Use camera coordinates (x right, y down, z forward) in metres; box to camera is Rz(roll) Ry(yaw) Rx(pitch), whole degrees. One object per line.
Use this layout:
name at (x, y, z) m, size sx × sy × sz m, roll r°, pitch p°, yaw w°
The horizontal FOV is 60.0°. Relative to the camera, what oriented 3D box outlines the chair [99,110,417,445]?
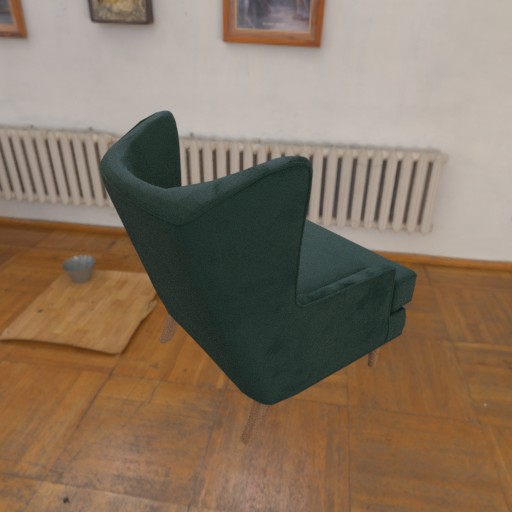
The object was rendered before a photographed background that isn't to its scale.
chair at (0.000, 0.000, 1.622) m, size 0.910 × 0.952 × 0.793 m, roll -19°, pitch 34°, yaw -31°
